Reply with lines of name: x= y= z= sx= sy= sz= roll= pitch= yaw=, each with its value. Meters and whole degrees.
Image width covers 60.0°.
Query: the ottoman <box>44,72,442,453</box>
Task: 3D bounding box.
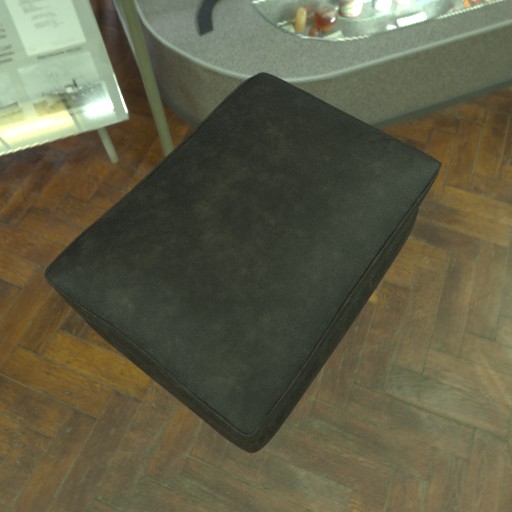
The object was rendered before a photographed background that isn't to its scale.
ottoman: x=0.000 y=0.000 z=0.977 sx=0.501 sy=0.413 sz=0.665 roll=33 pitch=67 yaw=16
